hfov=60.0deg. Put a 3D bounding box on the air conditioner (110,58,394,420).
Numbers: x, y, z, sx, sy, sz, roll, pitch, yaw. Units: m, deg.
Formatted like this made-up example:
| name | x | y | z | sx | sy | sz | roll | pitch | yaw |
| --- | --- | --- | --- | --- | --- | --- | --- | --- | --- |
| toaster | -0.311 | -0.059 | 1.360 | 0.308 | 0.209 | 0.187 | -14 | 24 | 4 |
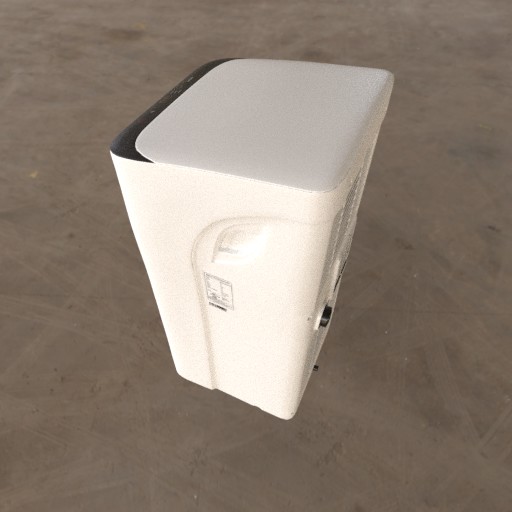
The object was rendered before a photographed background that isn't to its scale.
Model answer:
| name | x | y | z | sx | sy | sz | roll | pitch | yaw |
| --- | --- | --- | --- | --- | --- | --- | --- | --- | --- |
| air conditioner | 0.000 | 0.000 | 0.914 | 0.369 | 0.716 | 0.352 | 18 | 50 | 16 |
